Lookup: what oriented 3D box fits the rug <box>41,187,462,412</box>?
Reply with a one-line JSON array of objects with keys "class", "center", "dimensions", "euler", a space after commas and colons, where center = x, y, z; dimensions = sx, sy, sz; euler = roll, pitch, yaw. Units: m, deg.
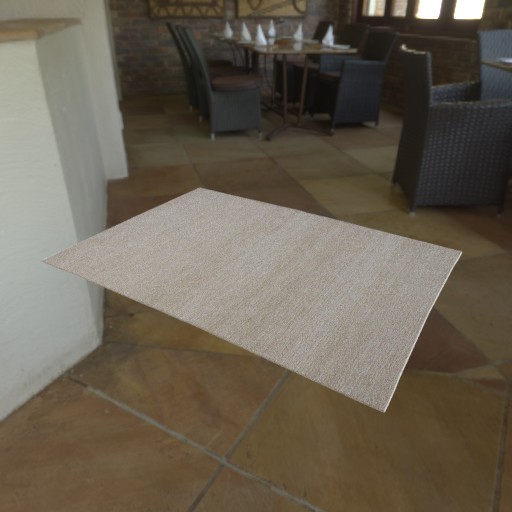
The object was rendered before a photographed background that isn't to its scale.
[{"class": "rug", "center": [0.000, 0.000, 3.672], "dimensions": [2.869, 0.038, 2.032], "euler": [17, 33, 28]}]
